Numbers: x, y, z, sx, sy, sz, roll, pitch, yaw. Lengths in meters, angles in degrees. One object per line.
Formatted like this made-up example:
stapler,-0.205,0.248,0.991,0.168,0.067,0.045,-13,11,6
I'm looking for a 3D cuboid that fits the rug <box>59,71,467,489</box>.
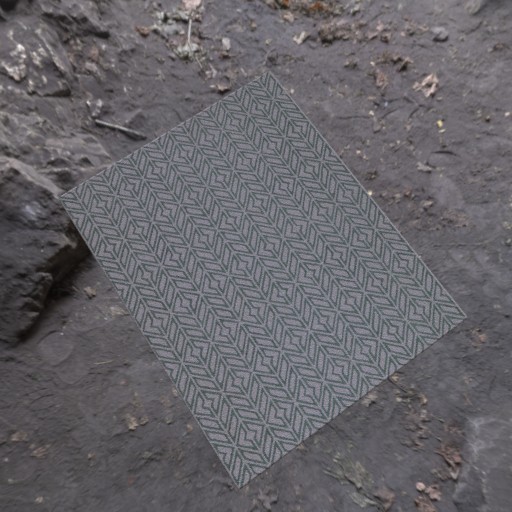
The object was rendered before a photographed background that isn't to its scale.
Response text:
rug,0.000,0.000,4.044,2.441,0.017,3.050,-34,78,-8
